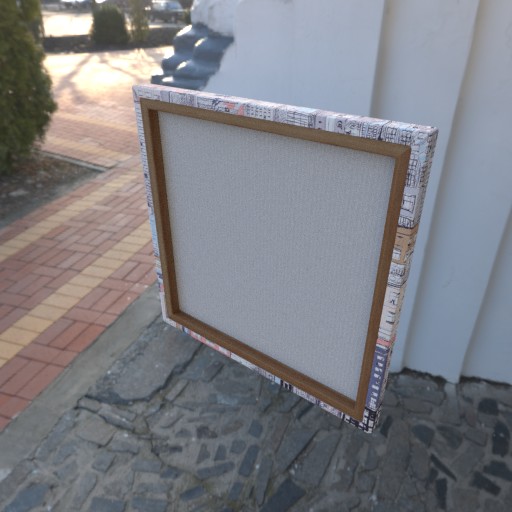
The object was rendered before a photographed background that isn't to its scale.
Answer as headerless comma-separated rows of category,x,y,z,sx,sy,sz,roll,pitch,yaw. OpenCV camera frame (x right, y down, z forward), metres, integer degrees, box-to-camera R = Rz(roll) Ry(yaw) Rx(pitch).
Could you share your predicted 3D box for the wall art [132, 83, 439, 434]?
wall art,0.000,0.000,1.140,0.761,0.762,0.048,21,36,31
